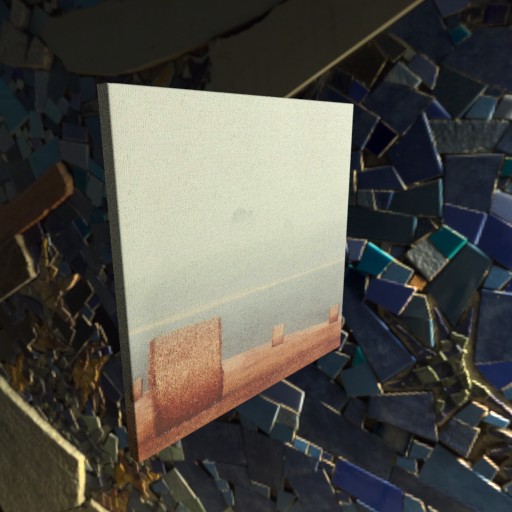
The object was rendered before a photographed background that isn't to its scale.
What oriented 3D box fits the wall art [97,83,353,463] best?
[{"bbox_3d":[0.000,0.000,0.891,0.034,0.605,0.605,14,21,42],"label":"wall art"}]
